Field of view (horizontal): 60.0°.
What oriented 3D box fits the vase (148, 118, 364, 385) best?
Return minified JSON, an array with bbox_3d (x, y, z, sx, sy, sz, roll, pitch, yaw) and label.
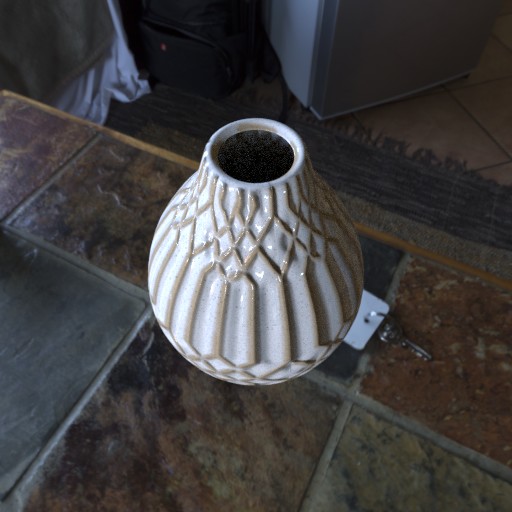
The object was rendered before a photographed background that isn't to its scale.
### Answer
[{"bbox_3d":[0.000,0.000,0.314,0.159,0.200,0.159,0,57,0],"label":"vase"}]
